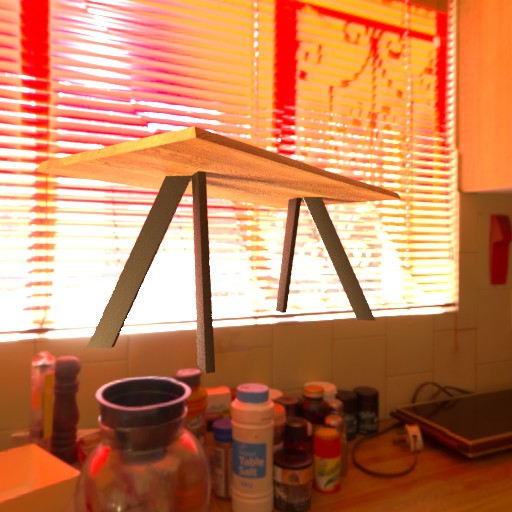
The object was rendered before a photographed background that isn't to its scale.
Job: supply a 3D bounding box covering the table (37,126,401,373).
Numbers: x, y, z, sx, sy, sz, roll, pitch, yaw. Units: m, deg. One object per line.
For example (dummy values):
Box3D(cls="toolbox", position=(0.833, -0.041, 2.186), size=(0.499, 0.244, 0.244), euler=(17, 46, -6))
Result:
Box3D(cls="table", position=(0.000, 0.000, 2.265), size=(0.900, 0.770, 1.800), euler=(0, 0, 36))
